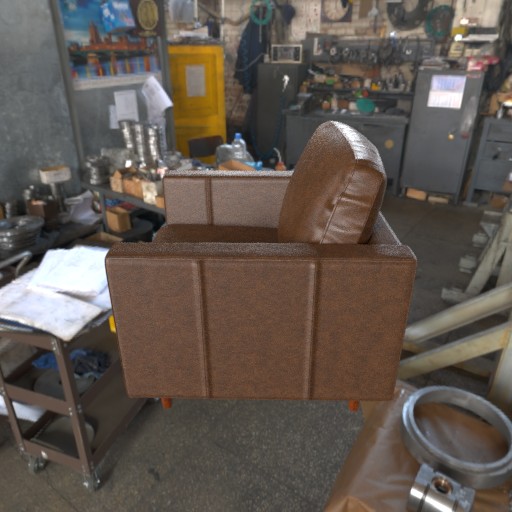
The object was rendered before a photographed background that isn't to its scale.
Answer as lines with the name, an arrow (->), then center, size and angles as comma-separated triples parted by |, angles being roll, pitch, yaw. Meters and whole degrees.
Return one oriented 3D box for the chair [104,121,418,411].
chair -> 0.000, 0.000, 1.707 | 0.909, 0.956, 0.890 | 1, 27, 1
